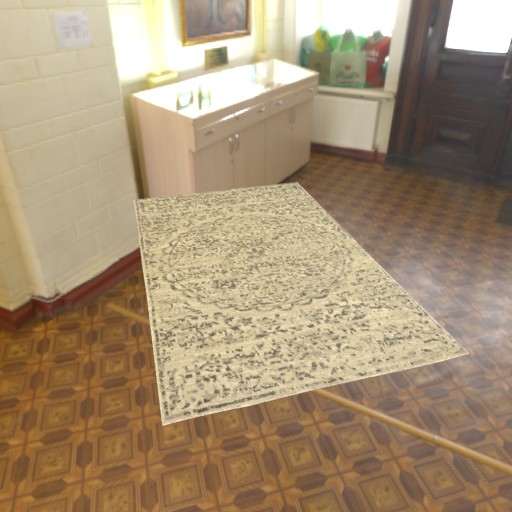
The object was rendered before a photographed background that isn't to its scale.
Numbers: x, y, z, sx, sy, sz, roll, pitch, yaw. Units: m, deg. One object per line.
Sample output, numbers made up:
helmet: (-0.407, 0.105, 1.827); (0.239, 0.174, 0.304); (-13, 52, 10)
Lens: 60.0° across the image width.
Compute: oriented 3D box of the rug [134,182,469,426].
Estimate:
rug: (0.000, 0.000, 3.058); (1.527, 0.021, 2.447); (-8, 32, -14)
